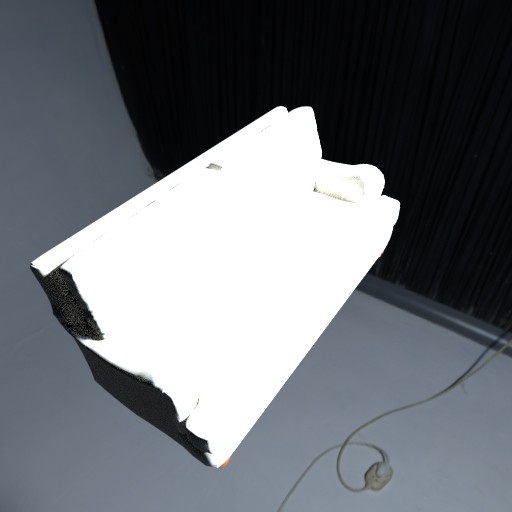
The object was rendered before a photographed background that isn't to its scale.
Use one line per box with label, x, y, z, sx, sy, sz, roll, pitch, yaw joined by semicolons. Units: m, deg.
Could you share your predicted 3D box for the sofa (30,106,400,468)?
sofa;0.000;0.000;2.709;1.086;1.087;2.159;25;48;25
